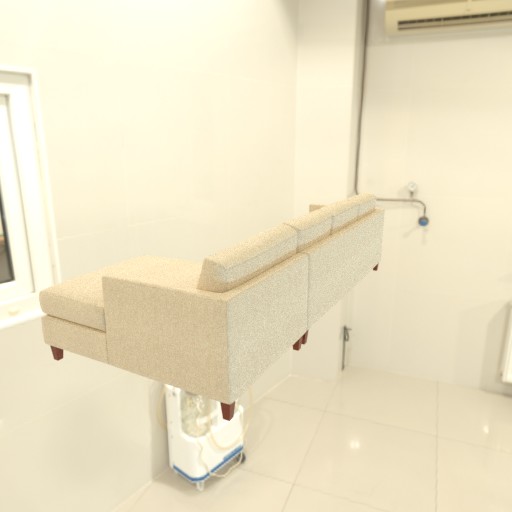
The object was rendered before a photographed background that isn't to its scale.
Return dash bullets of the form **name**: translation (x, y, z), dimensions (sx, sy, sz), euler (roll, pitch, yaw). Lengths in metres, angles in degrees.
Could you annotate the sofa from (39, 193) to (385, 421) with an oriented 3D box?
- **sofa**: translation (0.000, 0.000, 4.174), dimensions (1.603, 0.954, 3.471), euler (8, 17, 28)
